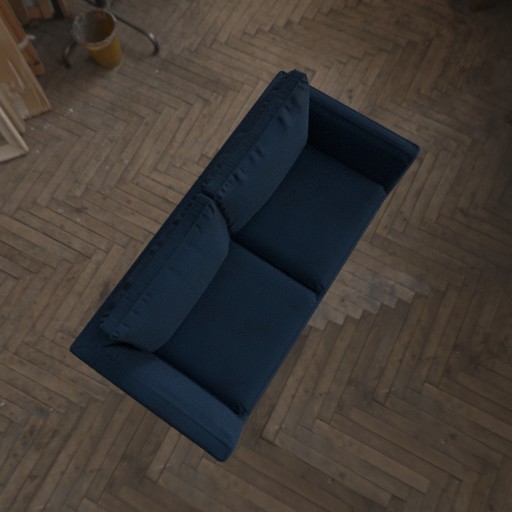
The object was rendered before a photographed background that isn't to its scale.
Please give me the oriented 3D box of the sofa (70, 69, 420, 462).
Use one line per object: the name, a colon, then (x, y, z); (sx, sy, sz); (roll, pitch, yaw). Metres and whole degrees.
sofa: (0.000, 0.000, 2.337); (0.853, 1.002, 1.770); (33, 77, 8)
